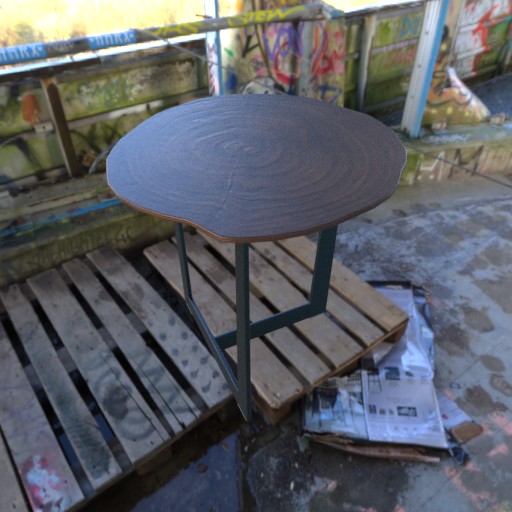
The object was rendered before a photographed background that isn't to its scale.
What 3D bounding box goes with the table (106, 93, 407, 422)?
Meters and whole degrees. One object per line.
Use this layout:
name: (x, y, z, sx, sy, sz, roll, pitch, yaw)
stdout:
table: (0.000, 0.000, 0.885, 0.494, 0.476, 0.477, -25, 46, -27)
